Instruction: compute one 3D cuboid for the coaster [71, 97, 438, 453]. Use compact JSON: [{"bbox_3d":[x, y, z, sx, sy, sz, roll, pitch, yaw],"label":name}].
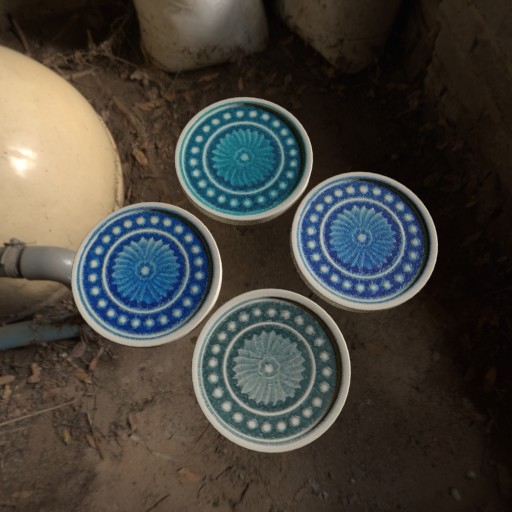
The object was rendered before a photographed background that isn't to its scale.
[{"bbox_3d":[0.000,0.000,0.328,0.220,0.010,0.224,36,77,10],"label":"coaster"}]
